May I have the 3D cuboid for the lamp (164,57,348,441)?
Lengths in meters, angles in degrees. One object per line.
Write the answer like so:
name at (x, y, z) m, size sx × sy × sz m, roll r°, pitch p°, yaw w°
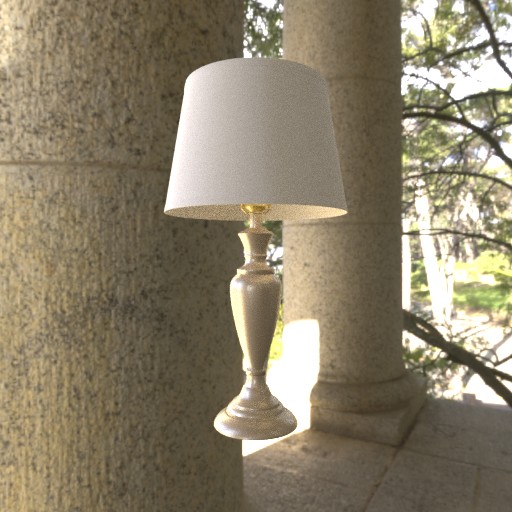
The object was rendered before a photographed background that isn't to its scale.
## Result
lamp at (0.000, 0.000, 0.808) m, size 0.328 × 0.612 × 0.328 m, roll 0°, pitch 0°, yaw 0°
